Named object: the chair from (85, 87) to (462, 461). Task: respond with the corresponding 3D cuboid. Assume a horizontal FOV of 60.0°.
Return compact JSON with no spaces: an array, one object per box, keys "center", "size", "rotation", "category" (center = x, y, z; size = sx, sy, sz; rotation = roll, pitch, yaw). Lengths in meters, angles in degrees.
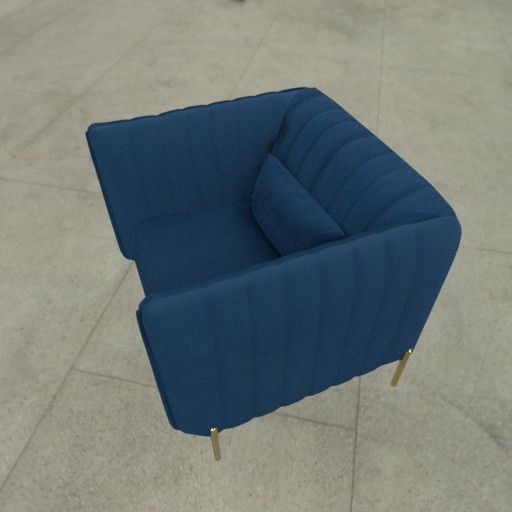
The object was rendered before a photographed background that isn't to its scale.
[{"center":[0.000,0.000,1.554],"size":[0.877,0.793,0.947],"rotation":[-17,48,-16],"category":"chair"}]
